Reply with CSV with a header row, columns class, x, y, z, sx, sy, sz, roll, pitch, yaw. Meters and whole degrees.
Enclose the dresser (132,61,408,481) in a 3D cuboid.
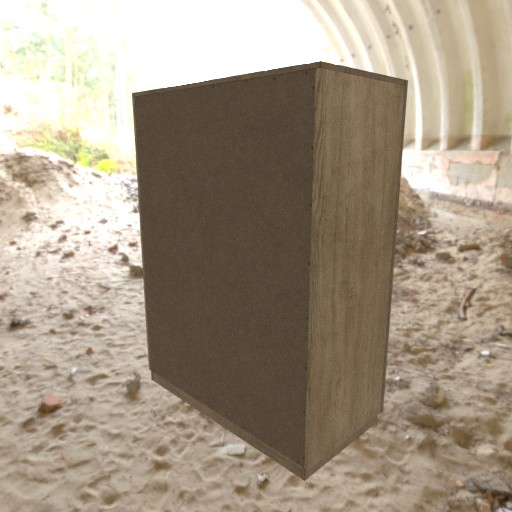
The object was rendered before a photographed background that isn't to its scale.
class,x,y,z,sx,sy,sz,roll,pitch,yaw
dresser,0.000,0.000,1.806,0.483,1.295,0.967,-13,19,-43
